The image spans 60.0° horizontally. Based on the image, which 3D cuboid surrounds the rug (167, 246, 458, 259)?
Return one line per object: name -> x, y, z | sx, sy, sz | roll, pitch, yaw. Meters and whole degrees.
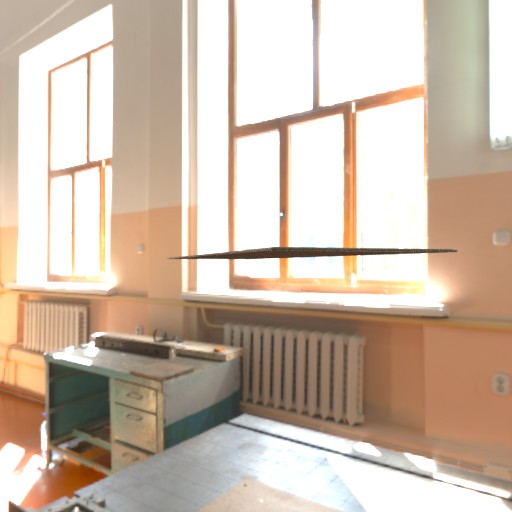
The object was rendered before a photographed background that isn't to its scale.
rug -> 0.000, 0.000, 2.397 | 0.662, 0.011, 2.196 | 0, -1, -19
